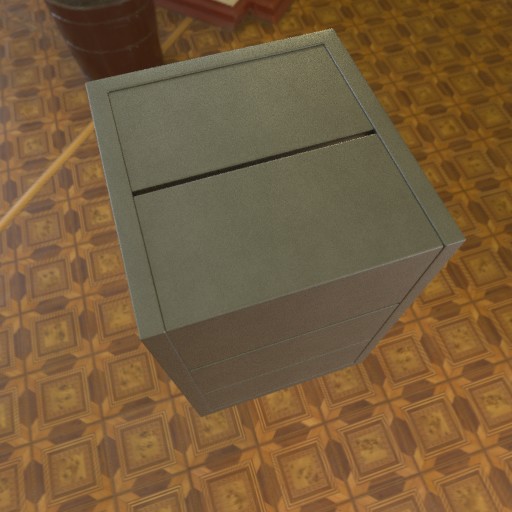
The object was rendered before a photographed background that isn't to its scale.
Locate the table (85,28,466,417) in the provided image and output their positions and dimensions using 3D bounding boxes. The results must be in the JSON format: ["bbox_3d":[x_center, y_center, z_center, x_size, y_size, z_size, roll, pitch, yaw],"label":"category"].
[{"bbox_3d":[0.000,0.000,0.874,0.405,0.609,0.420,-16,64,-8],"label":"table"}]
